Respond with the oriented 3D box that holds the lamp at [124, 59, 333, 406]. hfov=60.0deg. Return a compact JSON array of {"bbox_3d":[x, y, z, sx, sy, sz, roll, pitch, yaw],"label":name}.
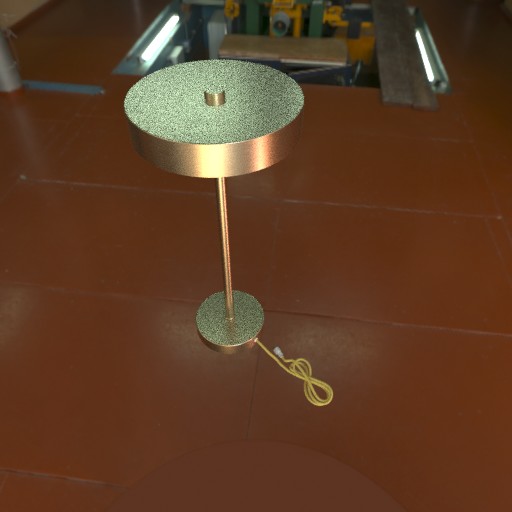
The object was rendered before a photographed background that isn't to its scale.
[{"bbox_3d":[0.000,0.000,0.709,0.369,0.508,0.229,32,54,28],"label":"lamp"}]
